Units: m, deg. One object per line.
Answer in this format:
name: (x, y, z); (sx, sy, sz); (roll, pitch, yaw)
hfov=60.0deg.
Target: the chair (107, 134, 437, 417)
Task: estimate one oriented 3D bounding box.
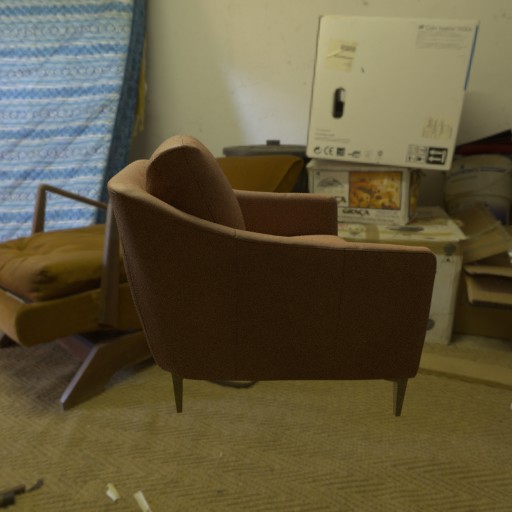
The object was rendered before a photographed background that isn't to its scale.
chair: (0.000, 0.000, 1.714); (0.963, 0.895, 0.988); (-2, 17, -8)
